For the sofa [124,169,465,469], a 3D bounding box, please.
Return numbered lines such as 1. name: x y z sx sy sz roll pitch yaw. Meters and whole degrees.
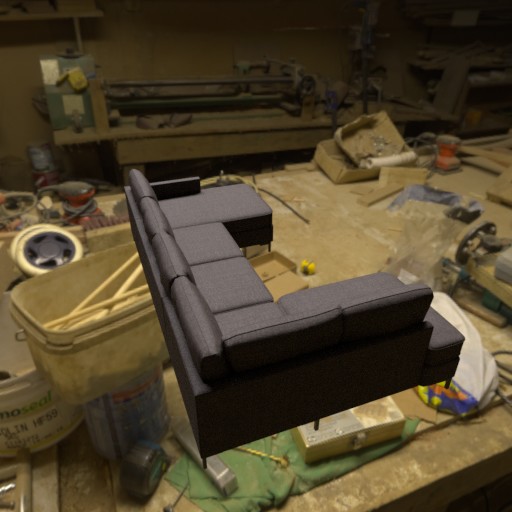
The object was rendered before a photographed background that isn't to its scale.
1. sofa: 0.000 0.000 4.324 2.048 0.999 3.423 -11 33 -18
